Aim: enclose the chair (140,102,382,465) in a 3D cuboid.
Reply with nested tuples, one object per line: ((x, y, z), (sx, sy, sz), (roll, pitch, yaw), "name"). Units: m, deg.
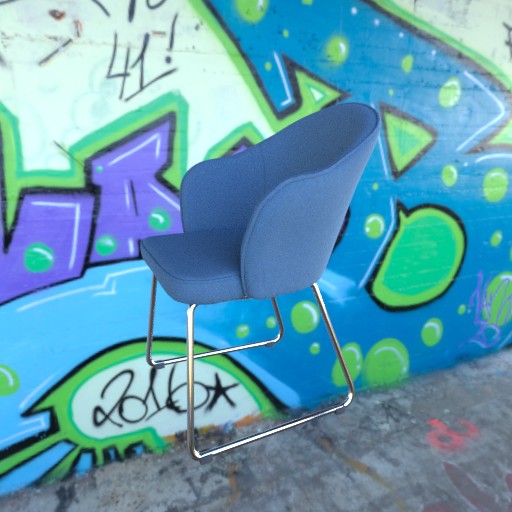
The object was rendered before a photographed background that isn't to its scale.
((0.000, 0.000, 1.225), (0.585, 0.815, 0.570), (-7, 18, -24), "chair")
